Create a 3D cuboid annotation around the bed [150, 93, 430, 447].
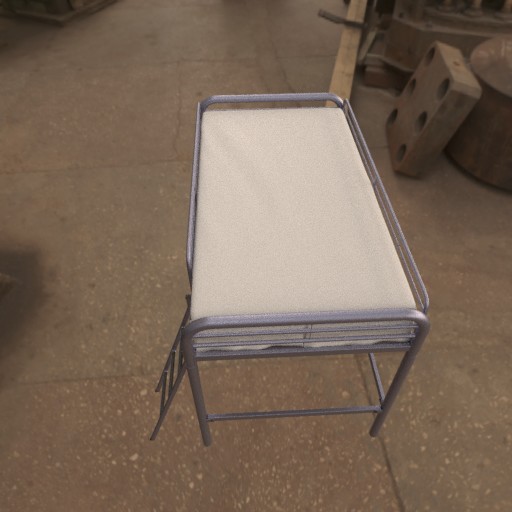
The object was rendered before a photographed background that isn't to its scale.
[{"bbox_3d":[0.000,0.000,2.936,1.415,1.288,1.965,-2,46,-2],"label":"bed"}]
